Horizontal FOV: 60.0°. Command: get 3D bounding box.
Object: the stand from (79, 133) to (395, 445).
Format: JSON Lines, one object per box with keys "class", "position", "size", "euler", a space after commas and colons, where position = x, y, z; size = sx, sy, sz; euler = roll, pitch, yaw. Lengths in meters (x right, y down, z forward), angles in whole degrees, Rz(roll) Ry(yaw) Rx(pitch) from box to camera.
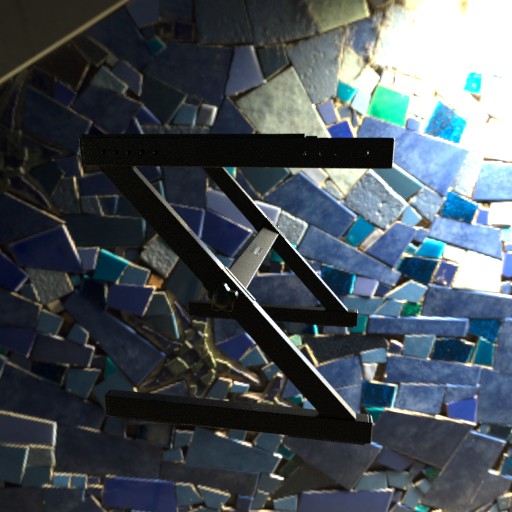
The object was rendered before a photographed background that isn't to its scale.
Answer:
{"class": "stand", "position": [0.000, 0.000, 1.171], "size": [0.586, 0.617, 0.700], "euler": [3, 15, 9]}
